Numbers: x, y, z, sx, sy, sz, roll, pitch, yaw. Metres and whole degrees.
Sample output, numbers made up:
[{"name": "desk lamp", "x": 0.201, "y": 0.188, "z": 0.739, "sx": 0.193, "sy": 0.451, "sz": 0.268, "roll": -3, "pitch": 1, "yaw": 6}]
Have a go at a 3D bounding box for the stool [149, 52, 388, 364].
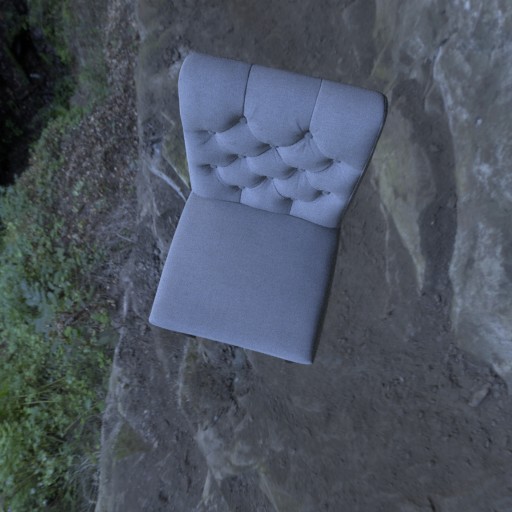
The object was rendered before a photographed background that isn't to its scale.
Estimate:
[{"name": "stool", "x": 0.000, "y": 0.000, "z": 1.442, "sx": 0.493, "sy": 1.140, "sz": 0.601, "roll": 14, "pitch": 76, "yaw": 3}]
